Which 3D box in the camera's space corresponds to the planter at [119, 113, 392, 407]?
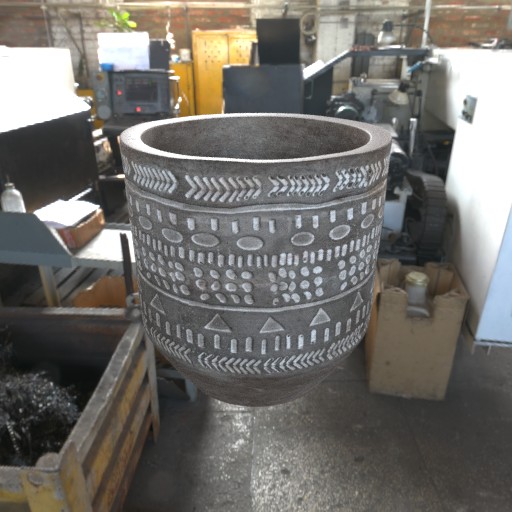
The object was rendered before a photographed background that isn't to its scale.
[{"bbox_3d":[0.000,0.000,0.230,0.122,0.128,0.122,0,26,0],"label":"planter"}]
